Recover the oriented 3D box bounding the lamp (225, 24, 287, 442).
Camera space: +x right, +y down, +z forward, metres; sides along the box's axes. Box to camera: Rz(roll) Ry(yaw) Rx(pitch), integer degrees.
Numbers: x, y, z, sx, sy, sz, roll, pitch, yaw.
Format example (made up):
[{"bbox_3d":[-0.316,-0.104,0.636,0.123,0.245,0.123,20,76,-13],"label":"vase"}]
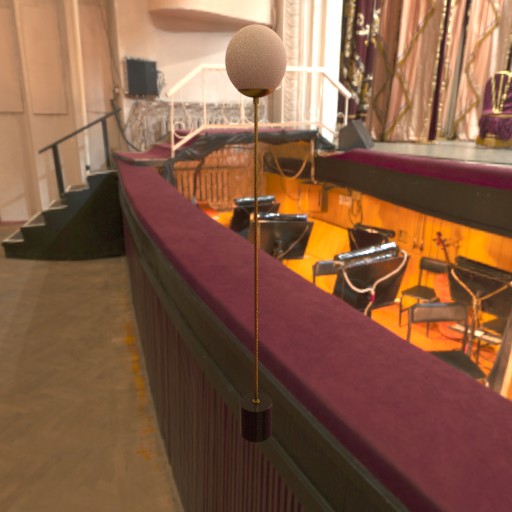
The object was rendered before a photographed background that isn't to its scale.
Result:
[{"bbox_3d":[0.000,0.000,1.859,0.229,1.748,0.229,-9,19,-26],"label":"lamp"}]
